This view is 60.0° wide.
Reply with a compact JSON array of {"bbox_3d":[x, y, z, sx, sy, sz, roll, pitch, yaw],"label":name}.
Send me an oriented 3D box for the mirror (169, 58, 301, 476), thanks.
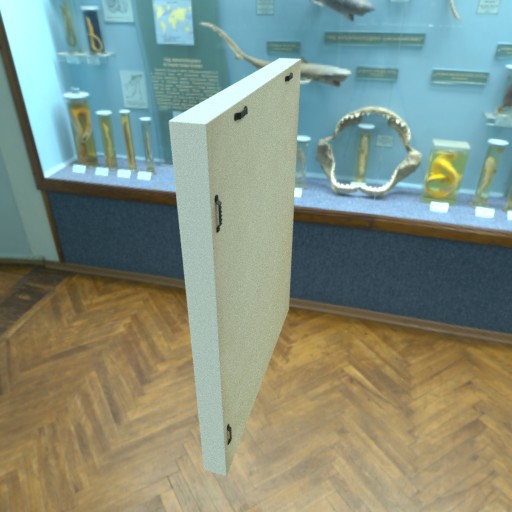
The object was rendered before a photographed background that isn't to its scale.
[{"bbox_3d":[0.000,0.000,0.682,0.041,0.509,0.406,9,33,14],"label":"mirror"}]
